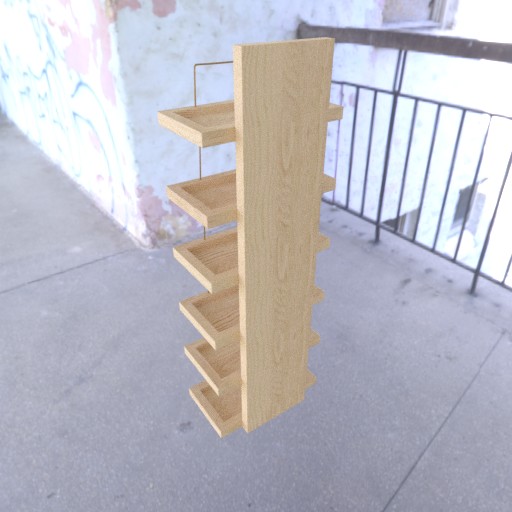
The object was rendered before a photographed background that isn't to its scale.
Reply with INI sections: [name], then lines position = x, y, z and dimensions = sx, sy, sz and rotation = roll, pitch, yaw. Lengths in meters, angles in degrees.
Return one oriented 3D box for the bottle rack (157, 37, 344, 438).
[bottle rack]
position = 0.000, 0.000, 1.059
dimensions = 0.330, 0.943, 0.206
rotation = -20, 37, -29
